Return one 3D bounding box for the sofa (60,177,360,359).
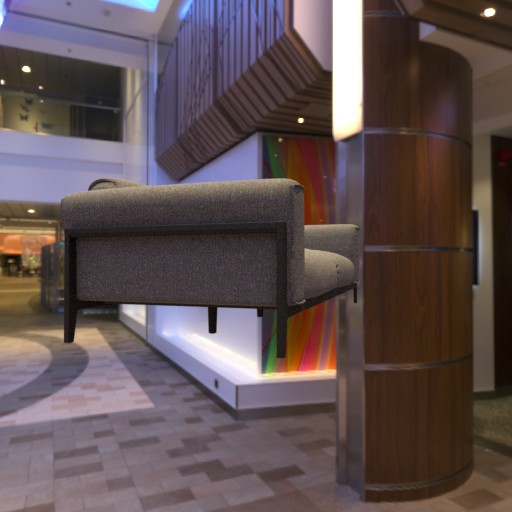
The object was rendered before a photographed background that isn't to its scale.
[{"bbox_3d":[0.000,0.000,2.560,0.985,0.703,2.125,0,-1,19],"label":"sofa"}]
